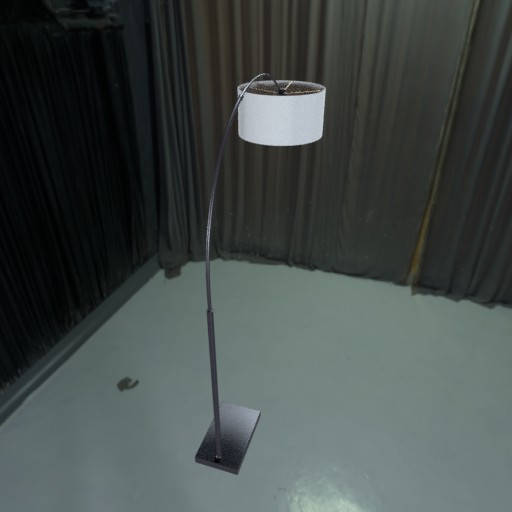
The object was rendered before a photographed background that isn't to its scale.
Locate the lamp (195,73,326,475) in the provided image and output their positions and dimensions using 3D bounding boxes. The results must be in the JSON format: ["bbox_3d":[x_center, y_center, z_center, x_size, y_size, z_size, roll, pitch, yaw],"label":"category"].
[{"bbox_3d":[0.000,0.000,2.542,0.493,1.927,1.424,9,32,15],"label":"lamp"}]
